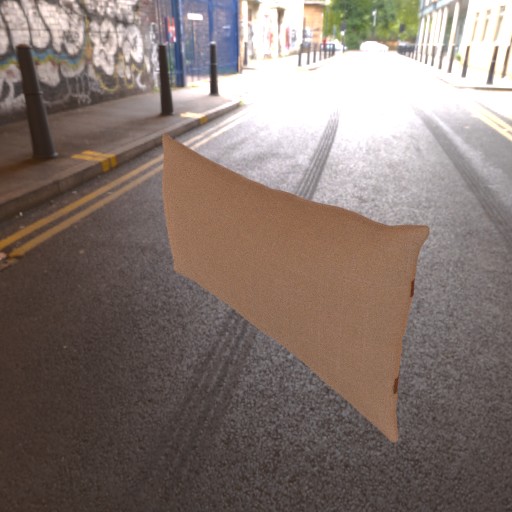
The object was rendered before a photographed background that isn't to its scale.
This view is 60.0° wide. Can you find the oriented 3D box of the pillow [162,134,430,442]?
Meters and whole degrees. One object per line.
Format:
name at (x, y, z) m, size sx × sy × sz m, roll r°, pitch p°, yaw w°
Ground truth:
pillow at (0.000, 0.000, 0.733) m, size 0.148 × 0.308 × 0.612 m, roll -18°, pitch 31°, yaw -33°
